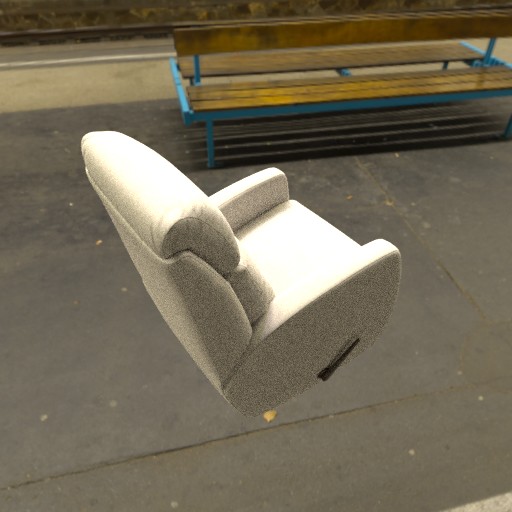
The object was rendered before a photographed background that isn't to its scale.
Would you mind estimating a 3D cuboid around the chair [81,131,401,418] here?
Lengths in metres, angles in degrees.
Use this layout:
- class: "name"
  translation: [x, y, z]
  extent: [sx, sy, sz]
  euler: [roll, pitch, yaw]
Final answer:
- class: "chair"
  translation: [0.000, 0.000, 1.681]
  extent: [0.941, 1.015, 0.812]
  euler: [-24, 46, -26]
